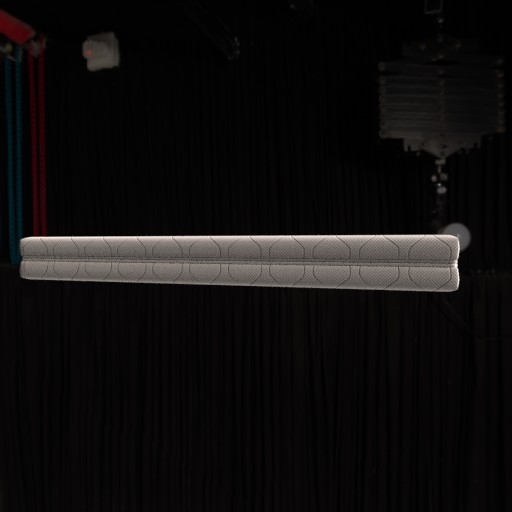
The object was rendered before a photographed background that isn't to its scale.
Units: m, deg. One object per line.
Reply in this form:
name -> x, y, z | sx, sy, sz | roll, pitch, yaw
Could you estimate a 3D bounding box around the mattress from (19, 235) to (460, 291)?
mattress -> 0.000, 0.000, 2.466 | 1.900, 0.200, 1.400 | 1, 2, 17
